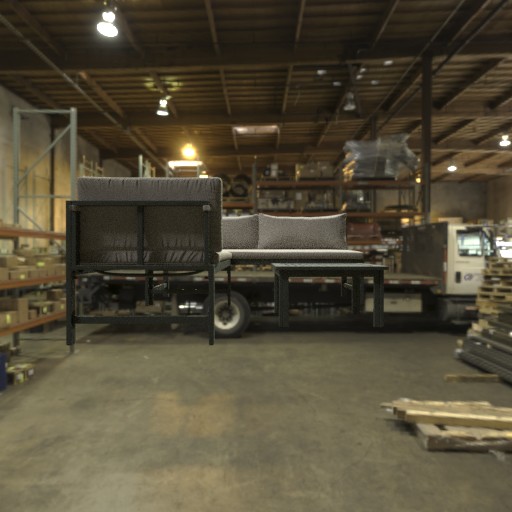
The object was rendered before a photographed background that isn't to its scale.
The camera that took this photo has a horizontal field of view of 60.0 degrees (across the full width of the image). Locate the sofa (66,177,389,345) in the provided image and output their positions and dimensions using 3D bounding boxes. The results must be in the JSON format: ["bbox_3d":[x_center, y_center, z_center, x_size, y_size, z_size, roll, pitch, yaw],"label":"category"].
[{"bbox_3d":[0.000,0.000,2.961,1.658,0.758,2.096,0,1,0],"label":"sofa"}]
